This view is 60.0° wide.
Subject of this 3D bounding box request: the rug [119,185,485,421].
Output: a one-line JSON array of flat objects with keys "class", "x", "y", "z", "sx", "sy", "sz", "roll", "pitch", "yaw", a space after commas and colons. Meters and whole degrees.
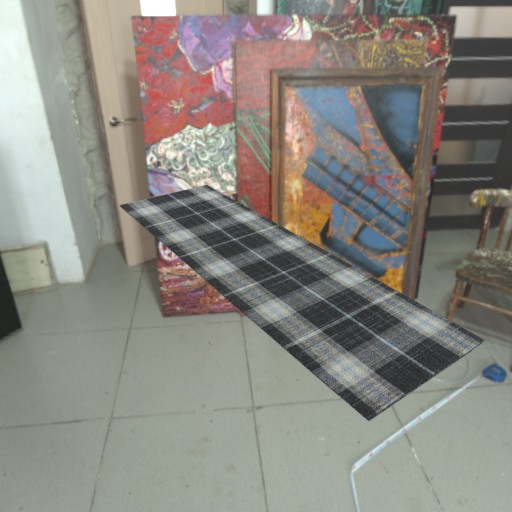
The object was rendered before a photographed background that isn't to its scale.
[{"class": "rug", "x": 0.000, "y": 0.000, "z": 2.632, "sx": 0.760, "sy": 0.012, "sz": 2.434, "roll": -19, "pitch": 35, "yaw": -31}]
